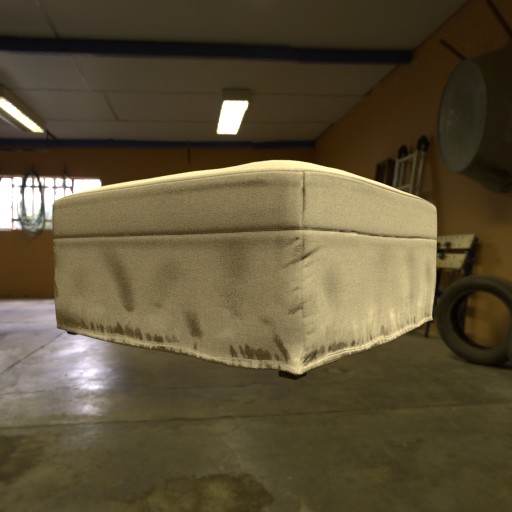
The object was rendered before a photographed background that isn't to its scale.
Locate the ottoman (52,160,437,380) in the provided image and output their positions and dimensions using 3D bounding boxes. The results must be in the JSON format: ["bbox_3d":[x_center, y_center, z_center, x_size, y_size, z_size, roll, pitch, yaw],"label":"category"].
[{"bbox_3d":[0.000,0.000,1.319,0.840,0.436,0.843,0,1,37],"label":"ottoman"}]
